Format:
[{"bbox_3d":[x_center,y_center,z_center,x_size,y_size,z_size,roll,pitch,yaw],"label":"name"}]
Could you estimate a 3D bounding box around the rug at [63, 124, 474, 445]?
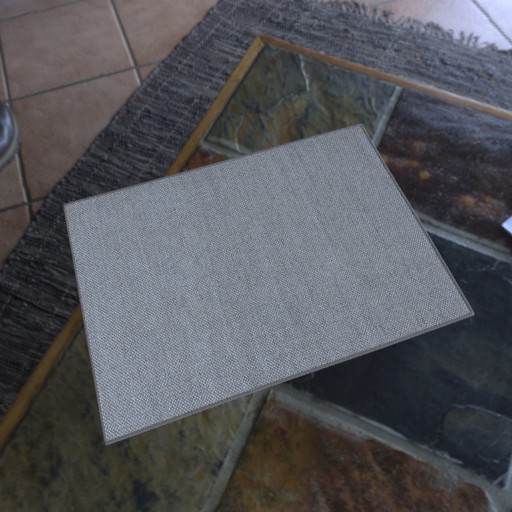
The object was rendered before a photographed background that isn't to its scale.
[{"bbox_3d":[0.000,0.000,2.682,2.115,0.013,1.517,-17,65,-8],"label":"rug"}]
